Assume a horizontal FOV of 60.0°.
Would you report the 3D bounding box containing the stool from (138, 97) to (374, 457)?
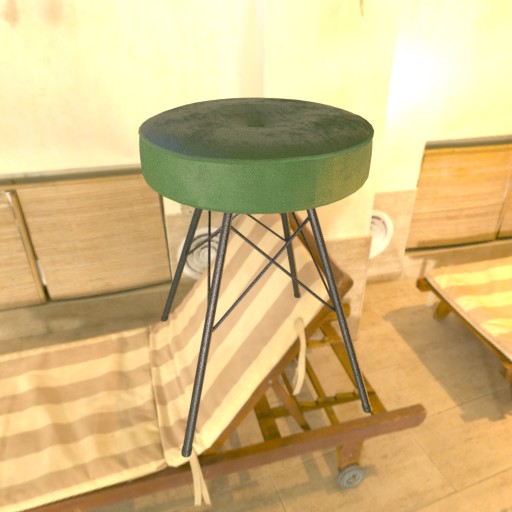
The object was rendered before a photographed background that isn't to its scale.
[{"bbox_3d":[0.000,0.000,0.957,0.430,0.595,0.457,-8,32,-14],"label":"stool"}]
